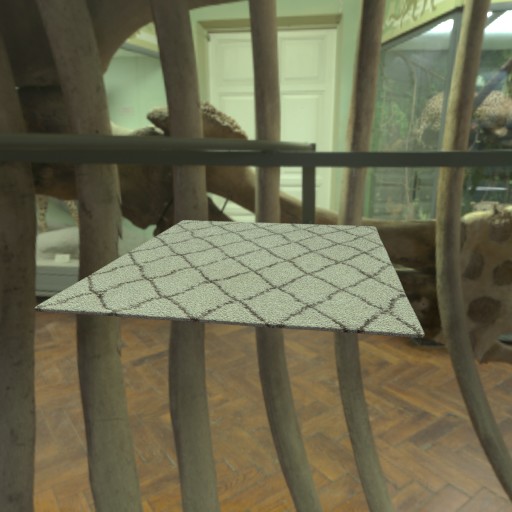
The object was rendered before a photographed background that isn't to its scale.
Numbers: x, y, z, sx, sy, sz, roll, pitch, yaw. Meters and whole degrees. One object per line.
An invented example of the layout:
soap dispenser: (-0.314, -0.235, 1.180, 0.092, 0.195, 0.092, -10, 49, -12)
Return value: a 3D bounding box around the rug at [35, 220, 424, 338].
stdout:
rug: (0.000, 0.000, 4.132, 2.438, 0.029, 3.047, 3, 16, 9)
